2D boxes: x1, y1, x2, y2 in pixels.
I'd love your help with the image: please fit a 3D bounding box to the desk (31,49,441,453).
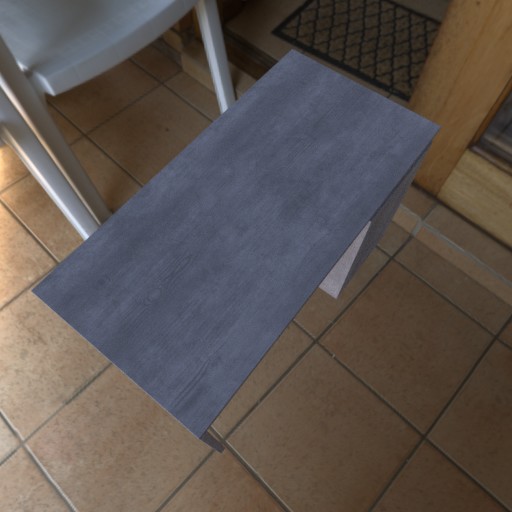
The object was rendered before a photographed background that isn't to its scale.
[{"bbox_3d":[0.000,0.000,1.650,0.600,0.740,1.200,35,69,16],"label":"desk"}]
